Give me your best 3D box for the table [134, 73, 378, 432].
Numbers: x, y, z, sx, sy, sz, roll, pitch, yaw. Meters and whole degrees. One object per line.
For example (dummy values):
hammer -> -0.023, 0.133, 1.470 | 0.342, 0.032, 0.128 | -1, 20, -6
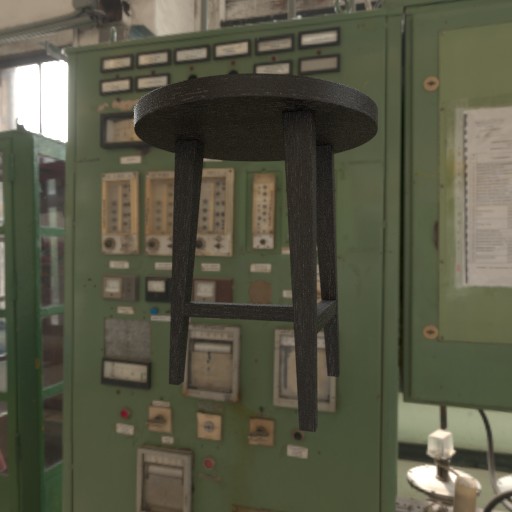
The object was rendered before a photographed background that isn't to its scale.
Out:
table -> 0.000, 0.000, 0.754 | 0.399, 0.460, 0.399 | 0, 1, 0
